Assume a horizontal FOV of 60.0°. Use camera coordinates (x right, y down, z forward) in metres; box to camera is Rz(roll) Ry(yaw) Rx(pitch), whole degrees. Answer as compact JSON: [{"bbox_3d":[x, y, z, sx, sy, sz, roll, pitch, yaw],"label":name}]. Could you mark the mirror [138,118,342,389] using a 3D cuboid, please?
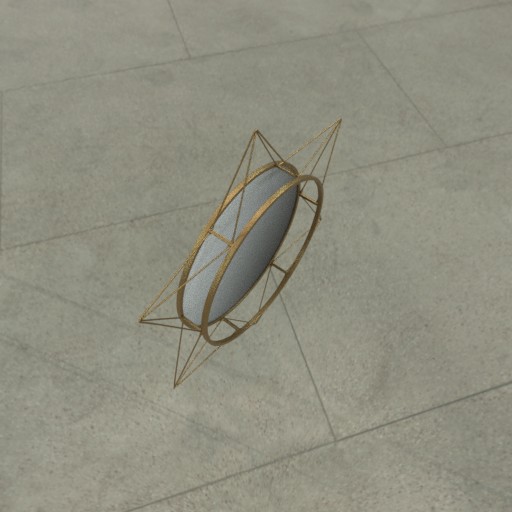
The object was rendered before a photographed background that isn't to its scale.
[{"bbox_3d":[0.000,0.000,0.802,0.062,0.581,0.498,33,63,20],"label":"mirror"}]
